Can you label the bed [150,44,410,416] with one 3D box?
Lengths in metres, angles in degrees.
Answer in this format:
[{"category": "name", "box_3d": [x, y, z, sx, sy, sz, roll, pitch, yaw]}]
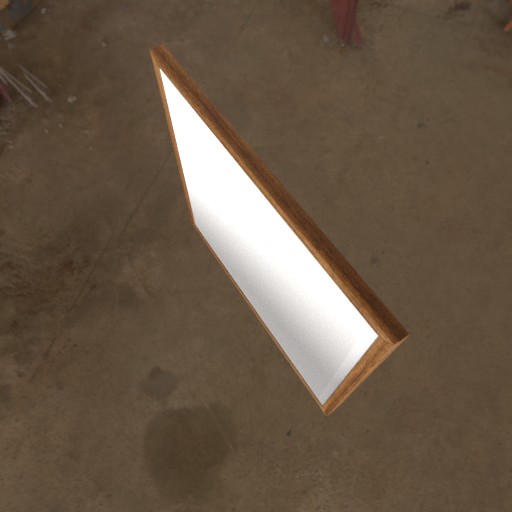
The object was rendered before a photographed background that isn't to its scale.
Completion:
[{"category": "bed", "box_3d": [0.000, 0.000, 1.489, 0.043, 0.940, 1.041, -30, 66, -15]}]
